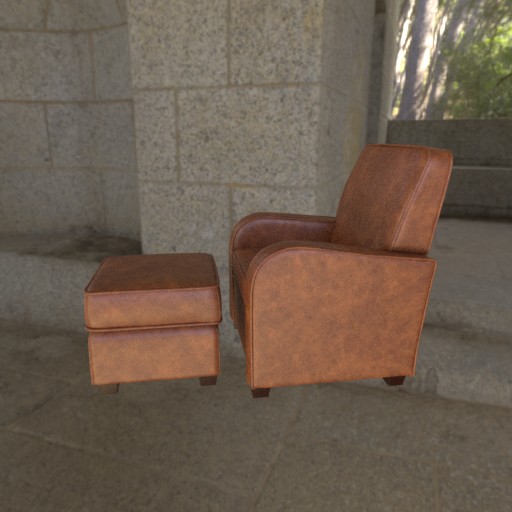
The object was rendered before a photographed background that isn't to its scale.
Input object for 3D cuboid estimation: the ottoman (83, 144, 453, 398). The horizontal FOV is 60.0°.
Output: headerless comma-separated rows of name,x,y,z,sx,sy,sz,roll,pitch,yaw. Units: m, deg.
ottoman,0.000,0.000,1.847,1.314,0.904,0.732,-2,15,-9
